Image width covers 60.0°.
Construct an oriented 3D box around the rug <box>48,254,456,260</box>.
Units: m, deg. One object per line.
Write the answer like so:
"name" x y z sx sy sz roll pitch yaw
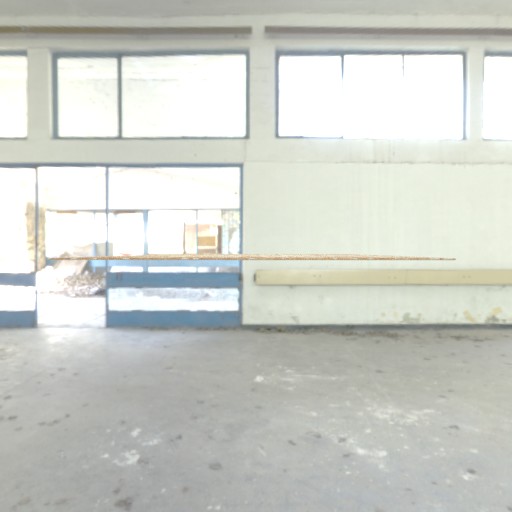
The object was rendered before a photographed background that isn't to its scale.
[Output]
"rug" 0.000 0.000 4.158 2.441 0.011 3.050 0 1 2
